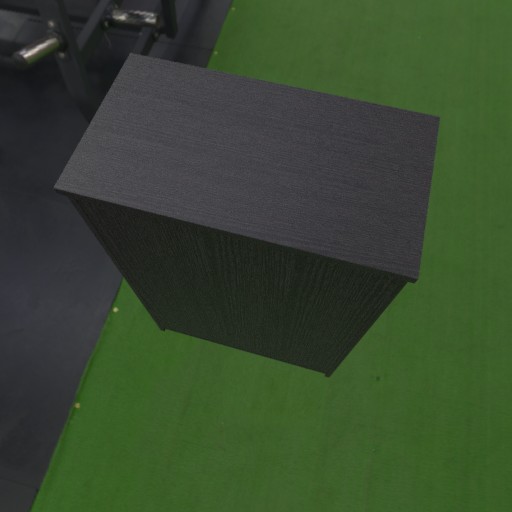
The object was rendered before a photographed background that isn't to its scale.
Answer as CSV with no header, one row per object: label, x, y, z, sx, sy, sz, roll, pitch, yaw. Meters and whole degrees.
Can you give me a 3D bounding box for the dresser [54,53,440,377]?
dresser,0.000,0.000,1.360,0.704,1.020,0.399,14,65,7
